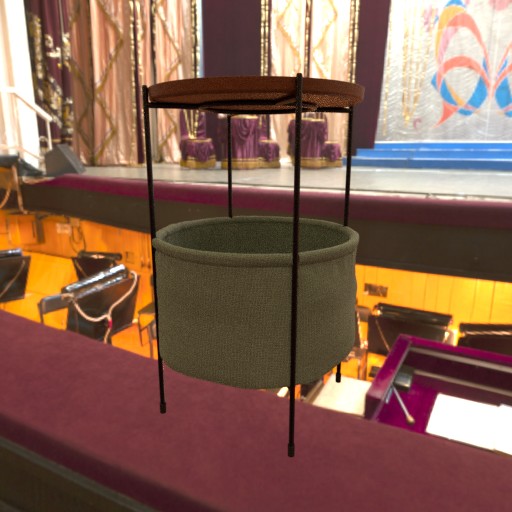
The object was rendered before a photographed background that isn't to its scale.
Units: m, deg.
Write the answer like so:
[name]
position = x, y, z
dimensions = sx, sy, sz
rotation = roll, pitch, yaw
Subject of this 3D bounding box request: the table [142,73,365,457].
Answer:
[table]
position = 0.000, 0.000, 0.881
dimensions = 0.400, 0.623, 0.400
rotation = 7, 16, 26
